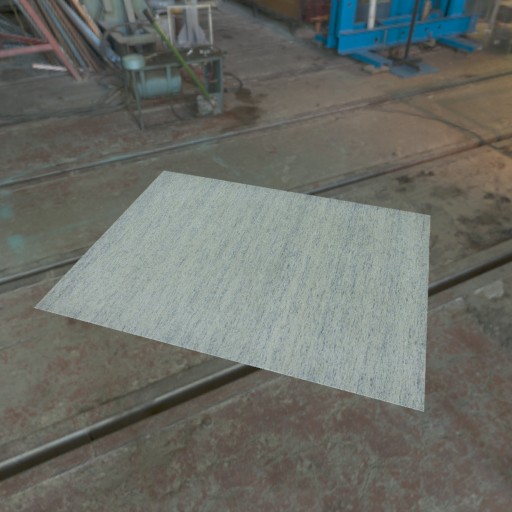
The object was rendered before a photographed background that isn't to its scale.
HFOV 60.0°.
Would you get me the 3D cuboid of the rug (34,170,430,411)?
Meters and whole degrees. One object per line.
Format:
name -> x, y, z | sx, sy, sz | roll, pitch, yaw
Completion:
rug -> 0.000, 0.000, 4.300 | 3.197, 0.006, 2.438 | 12, 42, 13
